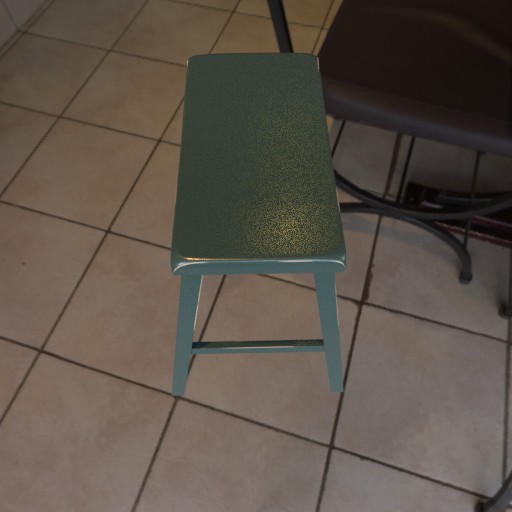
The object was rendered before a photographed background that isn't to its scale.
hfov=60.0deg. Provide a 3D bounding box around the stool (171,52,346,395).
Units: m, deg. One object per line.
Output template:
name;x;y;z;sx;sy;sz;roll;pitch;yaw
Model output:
stool;0.000;0.000;1.026;0.476;0.737;0.457;-1;60;-1
